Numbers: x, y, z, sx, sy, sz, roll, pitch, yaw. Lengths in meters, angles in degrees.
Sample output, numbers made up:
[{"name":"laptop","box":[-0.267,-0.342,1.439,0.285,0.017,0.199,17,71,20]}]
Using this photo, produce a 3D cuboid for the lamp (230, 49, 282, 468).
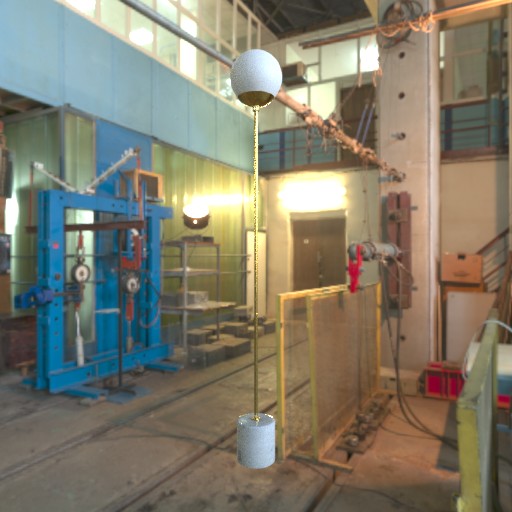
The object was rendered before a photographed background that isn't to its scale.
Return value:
[{"name":"lamp","box":[0.000,0.000,1.905,0.224,1.753,0.224,0,0,-17]}]
